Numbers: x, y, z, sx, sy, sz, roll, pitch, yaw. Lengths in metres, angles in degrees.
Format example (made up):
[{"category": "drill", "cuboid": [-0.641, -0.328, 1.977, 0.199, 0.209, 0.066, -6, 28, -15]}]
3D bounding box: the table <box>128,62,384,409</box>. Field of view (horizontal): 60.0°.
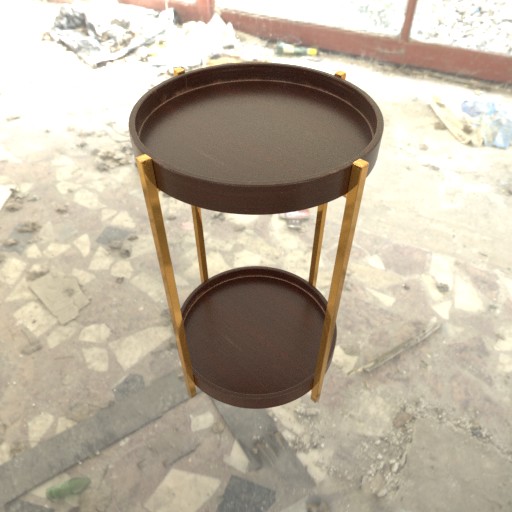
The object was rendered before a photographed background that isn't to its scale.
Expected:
[{"category": "table", "cuboid": [0.000, 0.000, 0.866, 0.400, 0.610, 0.400, -33, 54, -29]}]
